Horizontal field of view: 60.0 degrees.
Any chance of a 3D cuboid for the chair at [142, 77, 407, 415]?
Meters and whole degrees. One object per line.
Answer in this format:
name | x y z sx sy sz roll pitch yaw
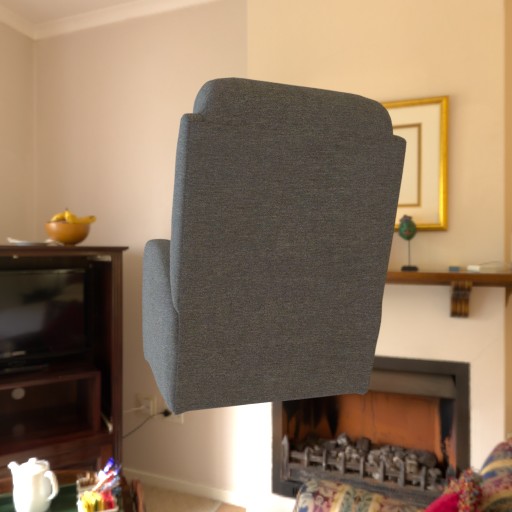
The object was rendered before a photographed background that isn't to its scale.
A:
chair | 0.000 0.000 1.714 0.798 1.013 1.043 0 0 -18
